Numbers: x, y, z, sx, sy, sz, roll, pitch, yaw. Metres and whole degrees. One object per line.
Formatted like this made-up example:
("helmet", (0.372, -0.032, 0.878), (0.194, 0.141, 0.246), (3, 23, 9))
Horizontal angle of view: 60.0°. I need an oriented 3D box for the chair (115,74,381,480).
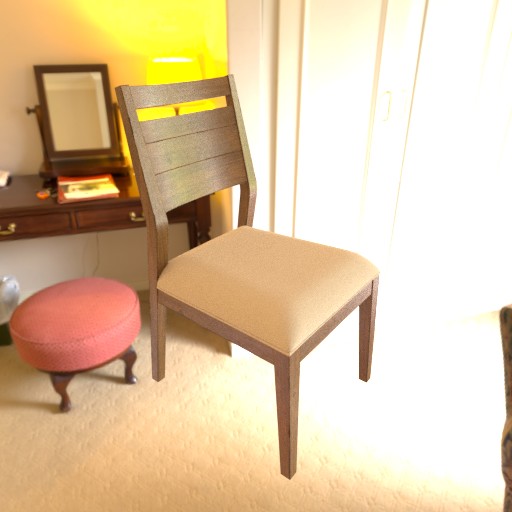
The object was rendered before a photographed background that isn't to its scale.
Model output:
("chair", (0.000, 0.000, 1.298), (0.610, 0.939, 0.497), (19, 32, 33))
